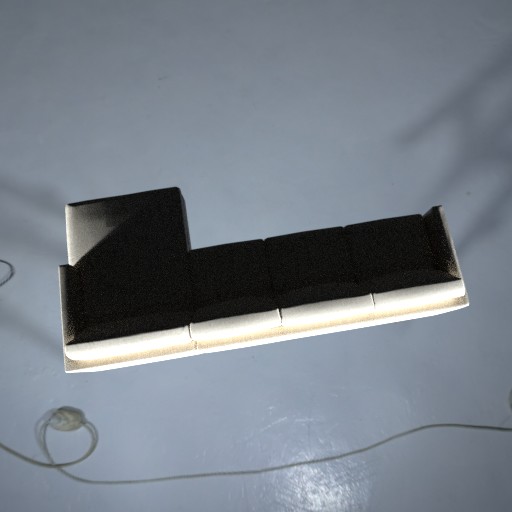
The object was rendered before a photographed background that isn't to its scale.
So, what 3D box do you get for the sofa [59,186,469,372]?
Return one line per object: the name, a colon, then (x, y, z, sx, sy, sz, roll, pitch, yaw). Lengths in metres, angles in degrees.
sofa: (0.000, 0.000, 4.147, 3.471, 0.954, 1.603, -9, 77, -2)
